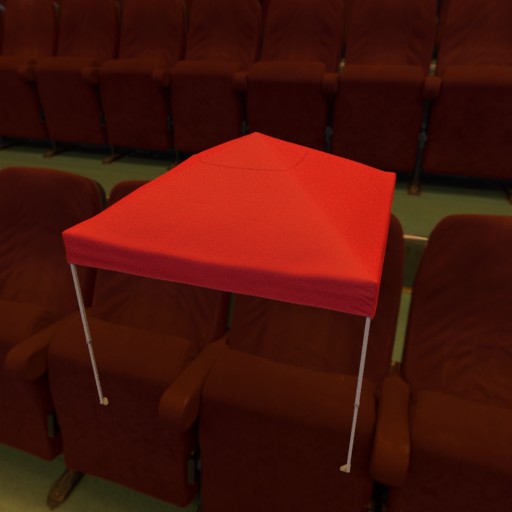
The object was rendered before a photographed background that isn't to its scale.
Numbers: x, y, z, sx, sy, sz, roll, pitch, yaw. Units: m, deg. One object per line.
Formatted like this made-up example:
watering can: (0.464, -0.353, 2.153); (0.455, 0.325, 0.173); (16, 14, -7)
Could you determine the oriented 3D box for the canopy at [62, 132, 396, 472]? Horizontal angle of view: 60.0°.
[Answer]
canopy: (0.000, 0.000, 5.446); (2.996, 2.997, 2.998); (9, 29, 16)
